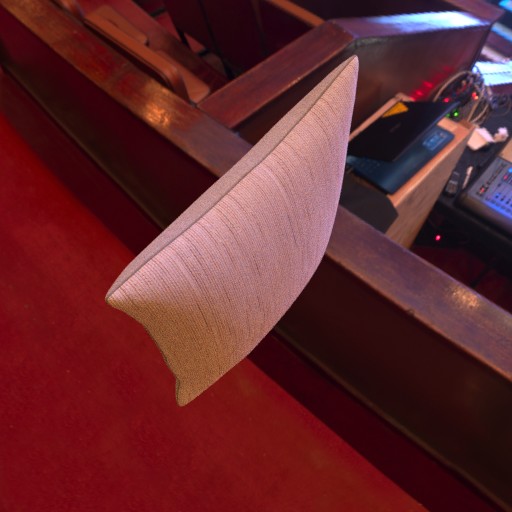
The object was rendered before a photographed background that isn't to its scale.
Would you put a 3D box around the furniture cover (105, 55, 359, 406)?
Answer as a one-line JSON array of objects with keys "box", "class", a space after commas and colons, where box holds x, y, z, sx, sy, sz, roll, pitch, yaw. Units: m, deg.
[{"box": [0.000, 0.000, 0.776, 0.178, 0.506, 0.512, 34, 65, 18], "class": "furniture cover"}]
